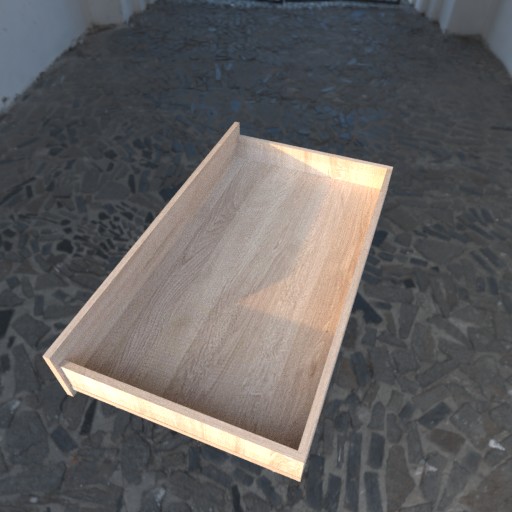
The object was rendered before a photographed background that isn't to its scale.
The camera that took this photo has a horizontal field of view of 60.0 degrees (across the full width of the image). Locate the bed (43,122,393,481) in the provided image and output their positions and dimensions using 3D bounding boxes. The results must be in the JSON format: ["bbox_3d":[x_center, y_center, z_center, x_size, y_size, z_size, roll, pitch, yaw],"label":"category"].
[{"bbox_3d":[0.000,0.000,1.467,0.685,0.209,1.200,16,48,15],"label":"bed"}]
